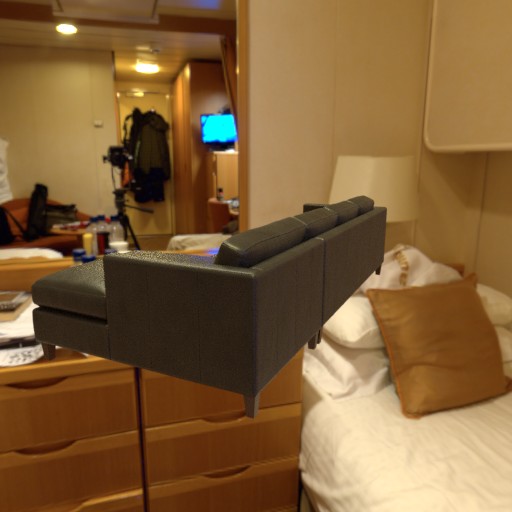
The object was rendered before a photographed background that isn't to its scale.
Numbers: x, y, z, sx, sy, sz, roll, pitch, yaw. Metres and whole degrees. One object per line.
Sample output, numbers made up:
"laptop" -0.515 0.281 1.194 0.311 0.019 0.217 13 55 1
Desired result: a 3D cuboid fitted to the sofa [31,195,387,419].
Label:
"sofa" 0.000 0.000 3.787 1.581 0.883 3.203 6 14 26
